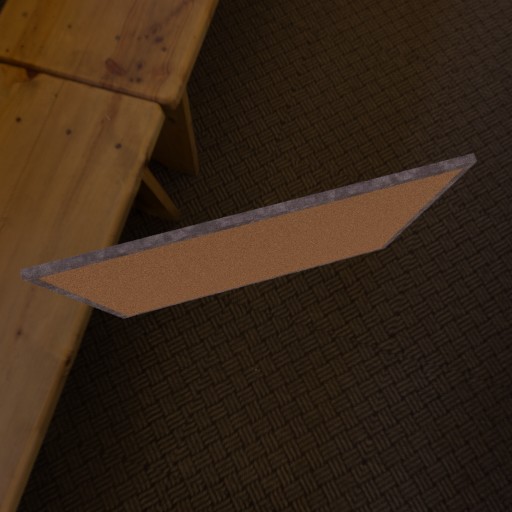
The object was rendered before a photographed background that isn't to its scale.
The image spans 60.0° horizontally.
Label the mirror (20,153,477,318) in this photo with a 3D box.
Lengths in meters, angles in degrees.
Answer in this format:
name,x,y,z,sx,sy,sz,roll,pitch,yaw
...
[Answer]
name,x,y,z,sx,sy,sz,roll,pitch,yaw
mirror,0.000,0.000,1.423,1.101,0.795,0.022,-15,76,-4
